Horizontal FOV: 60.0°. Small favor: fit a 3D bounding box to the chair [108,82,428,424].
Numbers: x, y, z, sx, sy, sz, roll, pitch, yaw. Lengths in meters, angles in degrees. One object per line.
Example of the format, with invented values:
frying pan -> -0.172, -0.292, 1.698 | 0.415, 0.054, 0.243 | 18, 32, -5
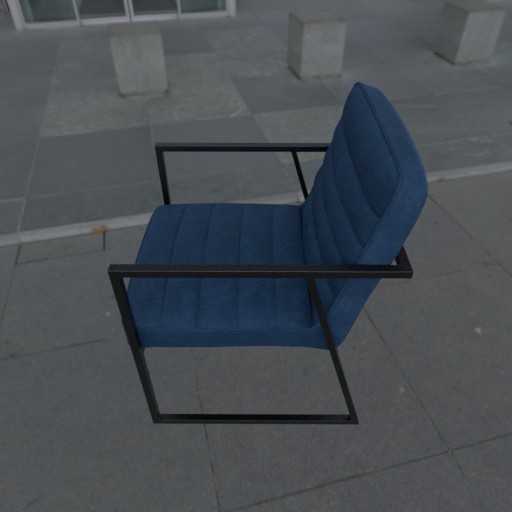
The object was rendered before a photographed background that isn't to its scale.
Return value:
chair -> 0.000, 0.000, 1.260 | 0.677, 0.833, 0.571 | 0, 41, 0
